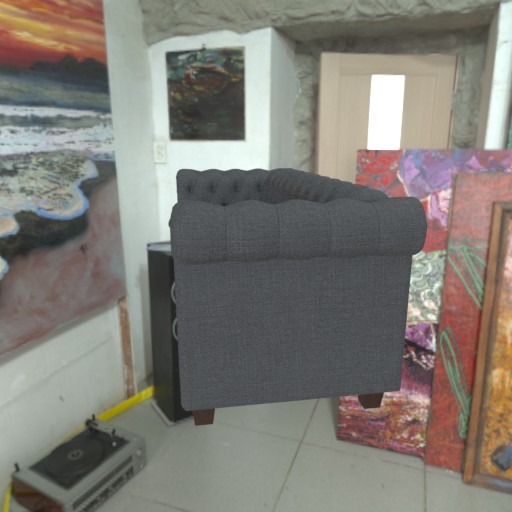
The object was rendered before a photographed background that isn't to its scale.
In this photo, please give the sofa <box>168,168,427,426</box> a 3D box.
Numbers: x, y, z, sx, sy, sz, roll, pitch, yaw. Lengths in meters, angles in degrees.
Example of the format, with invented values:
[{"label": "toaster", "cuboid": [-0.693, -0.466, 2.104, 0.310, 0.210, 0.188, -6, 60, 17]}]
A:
[{"label": "sofa", "cuboid": [0.000, 0.000, 2.214, 0.783, 0.797, 1.798, -2, 15, -9]}]
